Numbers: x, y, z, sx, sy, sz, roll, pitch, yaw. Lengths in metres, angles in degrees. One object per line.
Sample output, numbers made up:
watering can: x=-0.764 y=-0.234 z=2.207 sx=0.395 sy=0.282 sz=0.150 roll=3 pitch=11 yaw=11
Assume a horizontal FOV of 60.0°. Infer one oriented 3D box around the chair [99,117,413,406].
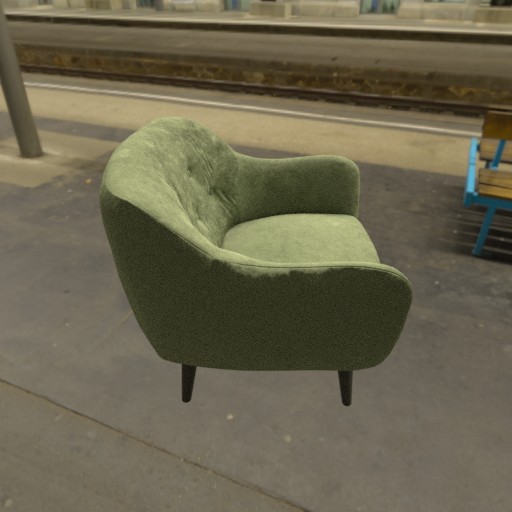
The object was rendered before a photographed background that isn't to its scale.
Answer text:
chair: x=0.000 y=0.000 z=1.510 sx=0.819 sy=0.804 sz=0.840 roll=1 pitch=32 yaw=1
